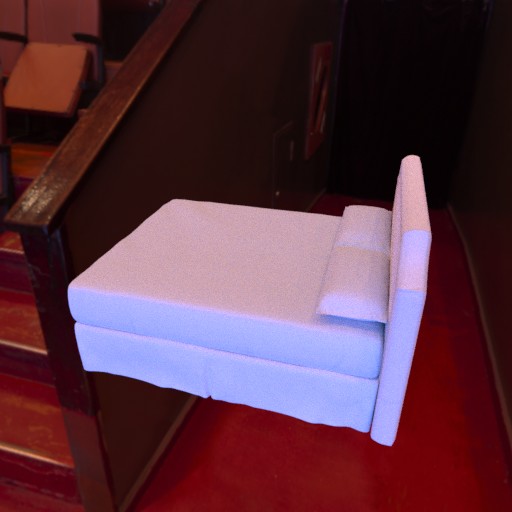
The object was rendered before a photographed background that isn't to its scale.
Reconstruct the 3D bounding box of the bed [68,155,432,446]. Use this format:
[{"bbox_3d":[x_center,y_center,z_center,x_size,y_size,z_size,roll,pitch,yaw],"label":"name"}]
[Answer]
[{"bbox_3d":[0.000,0.000,3.268,2.164,1.297,1.828,8,29,14],"label":"bed"}]
